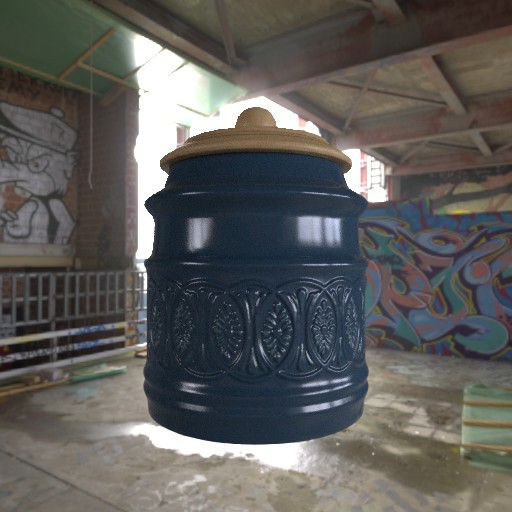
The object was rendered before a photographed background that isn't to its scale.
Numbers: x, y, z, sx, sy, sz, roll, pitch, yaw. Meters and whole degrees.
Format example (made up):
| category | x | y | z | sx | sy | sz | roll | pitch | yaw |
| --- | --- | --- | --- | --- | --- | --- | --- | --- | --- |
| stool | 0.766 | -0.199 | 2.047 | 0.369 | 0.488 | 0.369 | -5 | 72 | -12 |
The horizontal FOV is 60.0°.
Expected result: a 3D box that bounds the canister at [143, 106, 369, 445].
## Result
| category | x | y | z | sx | sy | sz | roll | pitch | yaw |
| --- | --- | --- | --- | --- | --- | --- | --- | --- | --- |
| canister | 0.000 | 0.000 | 0.263 | 0.130 | 0.176 | 0.130 | 0 | 0 | 0 |
